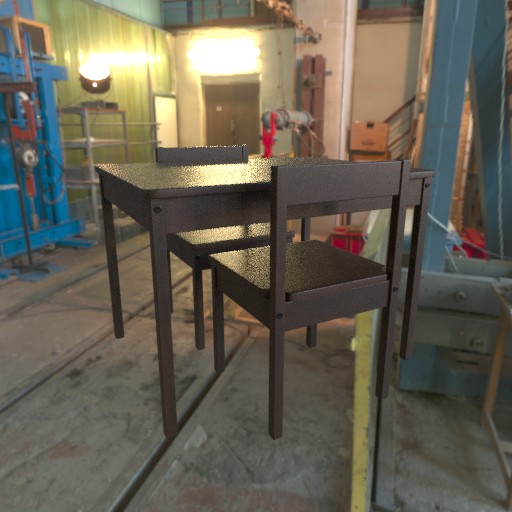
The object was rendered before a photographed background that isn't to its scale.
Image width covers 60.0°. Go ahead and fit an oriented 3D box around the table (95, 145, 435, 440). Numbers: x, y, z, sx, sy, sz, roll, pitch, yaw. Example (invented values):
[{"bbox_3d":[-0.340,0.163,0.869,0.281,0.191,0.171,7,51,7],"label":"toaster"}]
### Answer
[{"bbox_3d":[0.000,0.000,1.098,0.650,0.503,0.672,-9,19,-27],"label":"table"}]
